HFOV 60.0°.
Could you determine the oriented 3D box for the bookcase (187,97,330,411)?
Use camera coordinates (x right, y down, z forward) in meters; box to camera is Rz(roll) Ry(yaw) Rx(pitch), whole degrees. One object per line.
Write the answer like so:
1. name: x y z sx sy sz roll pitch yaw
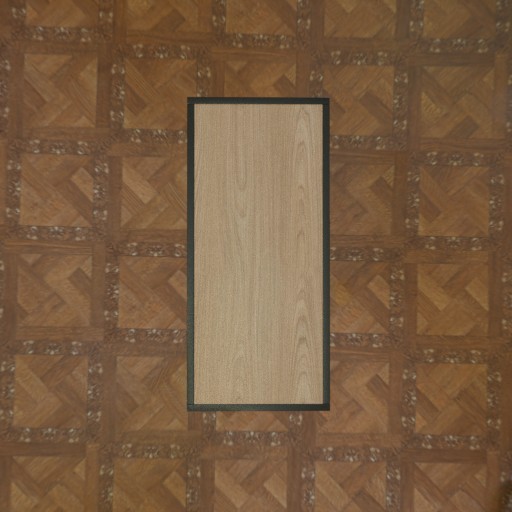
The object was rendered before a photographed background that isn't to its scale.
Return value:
1. bookcase: 0.000 0.000 1.834 0.350 1.500 0.770 0 90 0
